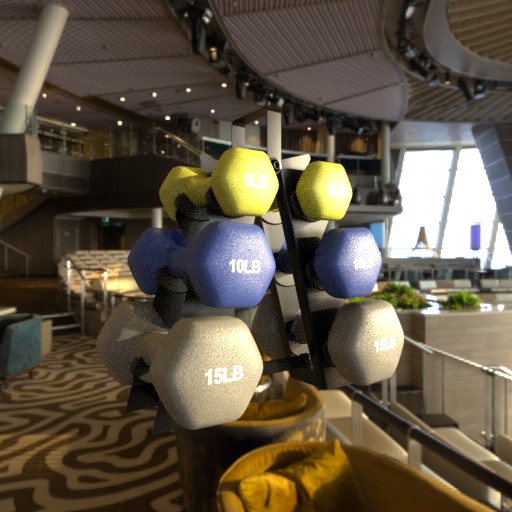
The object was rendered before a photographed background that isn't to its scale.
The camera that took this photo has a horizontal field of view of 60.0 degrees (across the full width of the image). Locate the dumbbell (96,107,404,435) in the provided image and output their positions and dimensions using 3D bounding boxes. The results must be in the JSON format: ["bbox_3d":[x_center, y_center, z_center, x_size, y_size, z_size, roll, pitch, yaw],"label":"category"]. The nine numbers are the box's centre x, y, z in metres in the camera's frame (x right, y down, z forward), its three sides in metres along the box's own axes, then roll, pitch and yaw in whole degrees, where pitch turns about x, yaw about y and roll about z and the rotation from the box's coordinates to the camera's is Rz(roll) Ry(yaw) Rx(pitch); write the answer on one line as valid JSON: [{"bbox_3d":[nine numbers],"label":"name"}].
[{"bbox_3d":[0.000,0.000,0.675,0.416,0.426,0.261,-1,1,-36],"label":"dumbbell"}]
